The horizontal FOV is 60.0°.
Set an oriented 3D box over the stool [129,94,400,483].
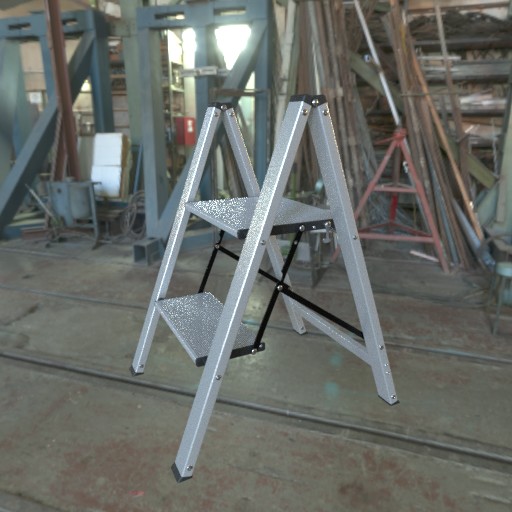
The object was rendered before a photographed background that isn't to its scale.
[{"bbox_3d":[0.000,0.000,1.005,0.535,0.670,0.440,-8,19,-25],"label":"stool"}]
